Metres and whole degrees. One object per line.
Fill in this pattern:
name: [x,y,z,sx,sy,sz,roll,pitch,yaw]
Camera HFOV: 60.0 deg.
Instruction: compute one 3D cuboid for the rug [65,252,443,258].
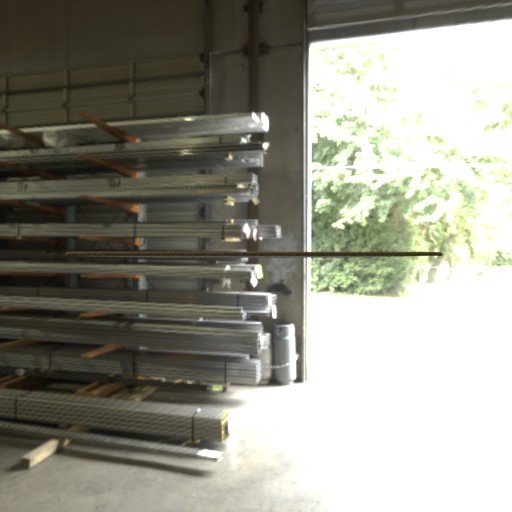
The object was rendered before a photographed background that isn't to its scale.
rug: [0.000,0.000,2.068,1.062,0.013,1.667,0,0,1]
